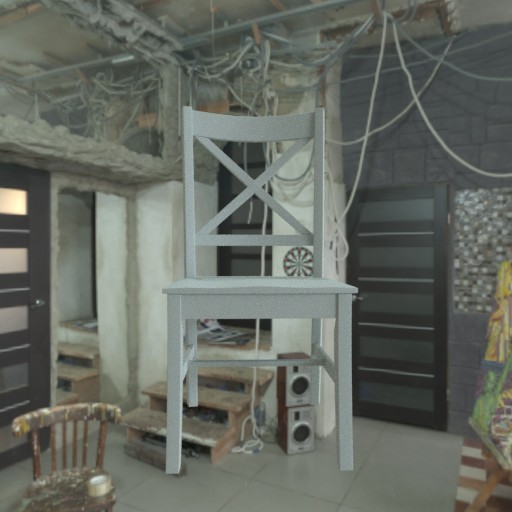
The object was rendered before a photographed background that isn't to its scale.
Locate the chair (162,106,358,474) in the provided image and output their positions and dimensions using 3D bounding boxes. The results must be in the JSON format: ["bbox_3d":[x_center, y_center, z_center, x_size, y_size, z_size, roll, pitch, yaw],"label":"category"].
[{"bbox_3d":[0.000,0.000,1.269,0.485,0.983,0.542,0,1,-2],"label":"chair"}]
